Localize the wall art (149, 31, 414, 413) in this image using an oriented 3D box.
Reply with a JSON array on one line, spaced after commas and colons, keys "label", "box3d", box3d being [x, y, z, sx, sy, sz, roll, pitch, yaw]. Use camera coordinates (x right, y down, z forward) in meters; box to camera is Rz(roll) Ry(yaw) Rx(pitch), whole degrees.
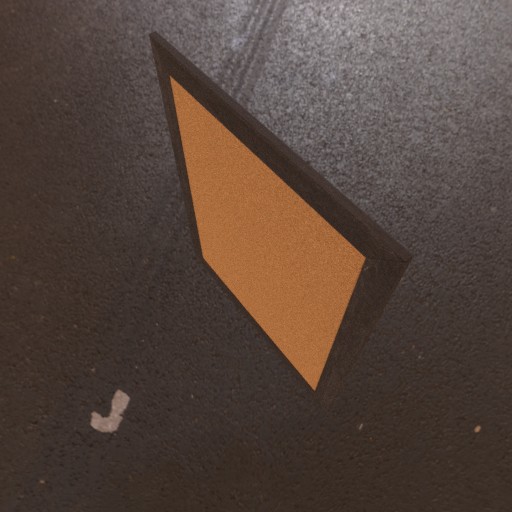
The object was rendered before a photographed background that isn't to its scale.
[{"label": "wall art", "box3d": [0.000, 0.000, 0.757, 0.013, 0.570, 0.476, -33, 63, -19]}]
